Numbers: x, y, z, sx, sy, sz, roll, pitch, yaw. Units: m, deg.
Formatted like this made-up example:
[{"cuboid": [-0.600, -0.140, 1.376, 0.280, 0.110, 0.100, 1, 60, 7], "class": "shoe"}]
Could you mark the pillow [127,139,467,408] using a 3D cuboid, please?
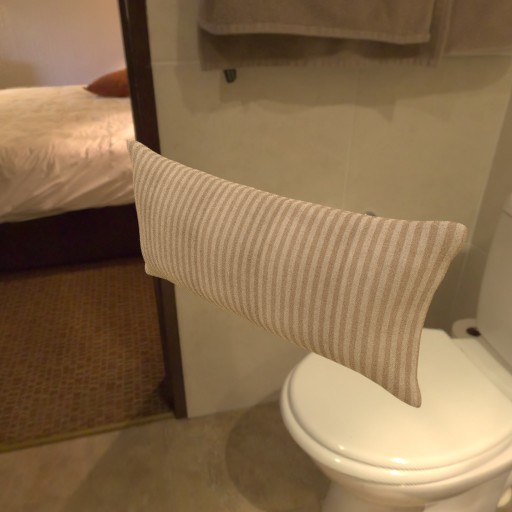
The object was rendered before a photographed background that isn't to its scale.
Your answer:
[{"cuboid": [0.000, 0.000, 0.742, 0.617, 0.295, 0.151, 21, 36, 33], "class": "pillow"}]
